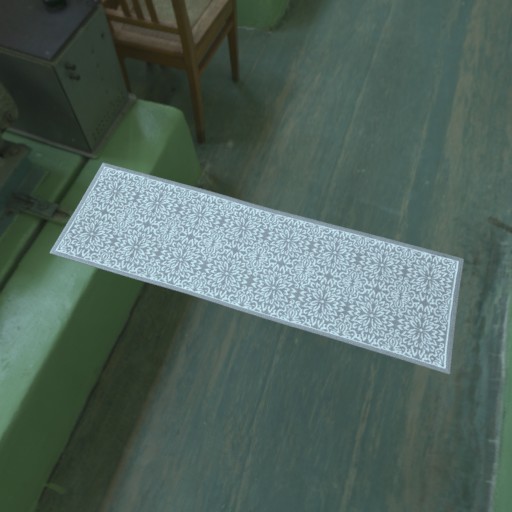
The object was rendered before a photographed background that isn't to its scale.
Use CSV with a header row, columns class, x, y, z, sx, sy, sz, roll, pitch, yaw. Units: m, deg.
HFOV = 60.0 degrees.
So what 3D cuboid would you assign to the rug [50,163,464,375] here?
class,x,y,z,sx,sy,sz,roll,pitch,yaw
rug,0.000,0.000,2.449,2.196,0.011,0.662,16,64,8
